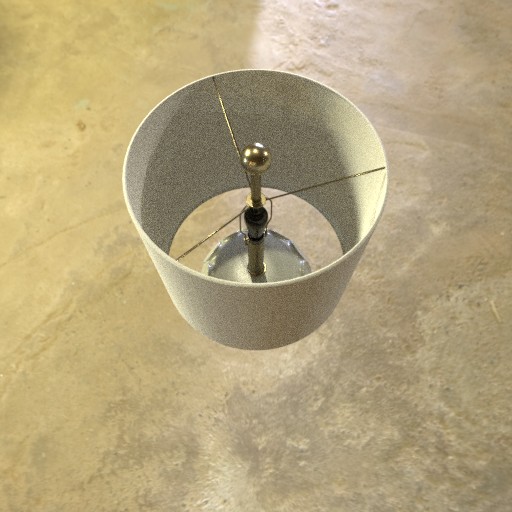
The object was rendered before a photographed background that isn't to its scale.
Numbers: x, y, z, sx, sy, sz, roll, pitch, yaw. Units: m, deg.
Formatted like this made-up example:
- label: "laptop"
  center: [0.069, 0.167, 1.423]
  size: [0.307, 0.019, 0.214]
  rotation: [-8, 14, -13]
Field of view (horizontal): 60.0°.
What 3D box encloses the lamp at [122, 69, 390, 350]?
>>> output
- label: "lamp"
  center: [0.000, 0.000, 0.608]
  size: [0.254, 0.452, 0.254]
  rotation: [0, 64, 0]
